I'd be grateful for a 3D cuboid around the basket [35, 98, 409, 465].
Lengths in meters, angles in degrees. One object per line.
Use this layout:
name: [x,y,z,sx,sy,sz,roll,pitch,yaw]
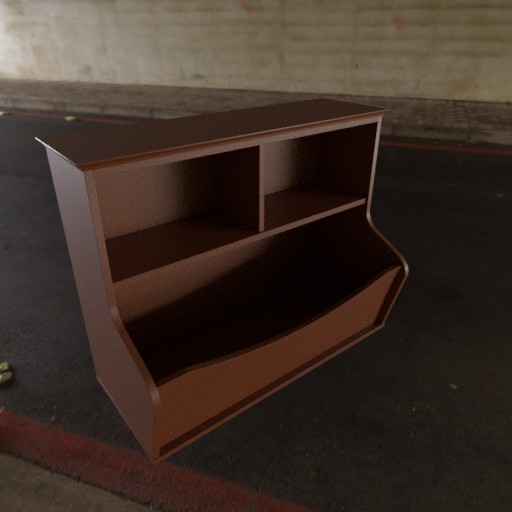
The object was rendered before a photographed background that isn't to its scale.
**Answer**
basket: [0.000,0.000,1.091,0.792,0.625,0.376,-20,34,-33]
